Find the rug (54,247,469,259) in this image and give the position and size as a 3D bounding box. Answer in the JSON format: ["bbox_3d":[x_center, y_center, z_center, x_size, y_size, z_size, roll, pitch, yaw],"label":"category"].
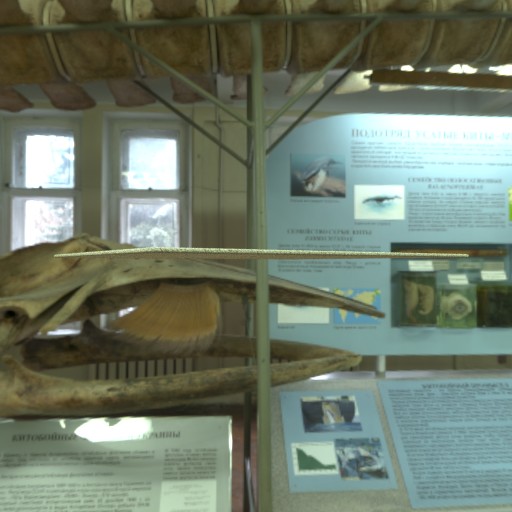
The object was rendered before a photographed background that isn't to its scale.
[{"bbox_3d":[0.000,0.000,4.145,3.047,0.029,2.438,1,-1,-35],"label":"rug"}]
